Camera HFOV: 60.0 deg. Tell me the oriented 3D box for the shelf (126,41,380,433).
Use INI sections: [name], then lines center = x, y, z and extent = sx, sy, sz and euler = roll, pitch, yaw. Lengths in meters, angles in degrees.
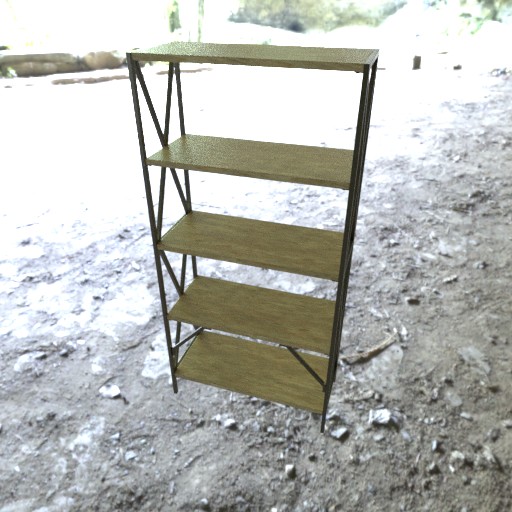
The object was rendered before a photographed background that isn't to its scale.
[shelf]
center = 0.000, 0.000, 2.130
extent = 0.874, 1.803, 0.386
euler = 10, 33, 15
